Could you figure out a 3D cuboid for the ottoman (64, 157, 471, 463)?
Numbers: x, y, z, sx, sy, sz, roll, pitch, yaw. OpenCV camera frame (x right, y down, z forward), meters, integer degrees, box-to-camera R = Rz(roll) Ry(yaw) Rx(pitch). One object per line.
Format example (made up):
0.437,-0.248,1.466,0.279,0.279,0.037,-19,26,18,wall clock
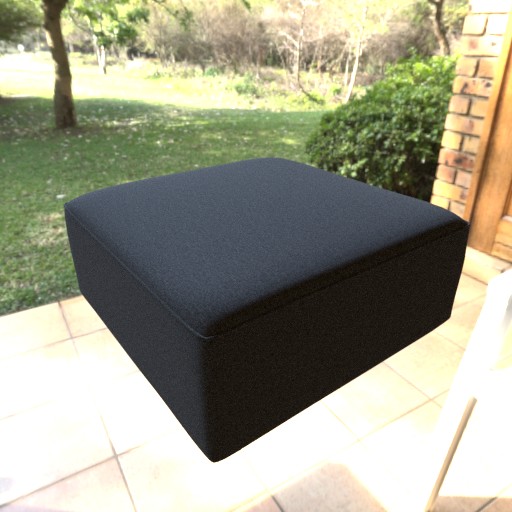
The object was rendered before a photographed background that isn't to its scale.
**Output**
0.000,0.000,1.572,1.015,0.464,1.005,-19,32,-32,ottoman
